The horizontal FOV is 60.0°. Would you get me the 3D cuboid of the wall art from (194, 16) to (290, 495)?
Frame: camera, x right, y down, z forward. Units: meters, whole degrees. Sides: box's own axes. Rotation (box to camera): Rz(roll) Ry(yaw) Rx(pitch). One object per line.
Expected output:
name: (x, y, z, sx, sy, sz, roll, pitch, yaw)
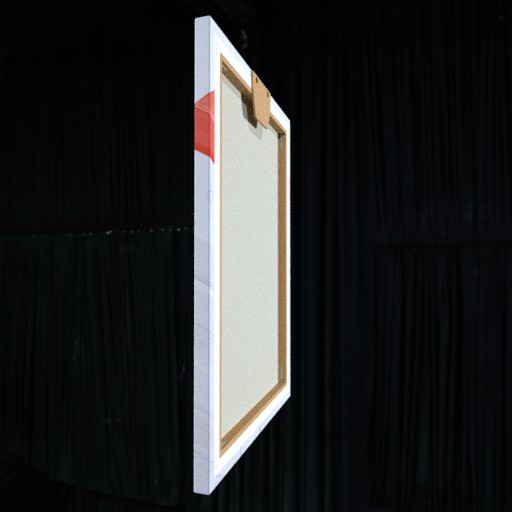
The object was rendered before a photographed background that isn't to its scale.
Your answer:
wall art: (0.000, 0.000, 1.077, 0.036, 0.848, 0.613, 0, -1, 18)
